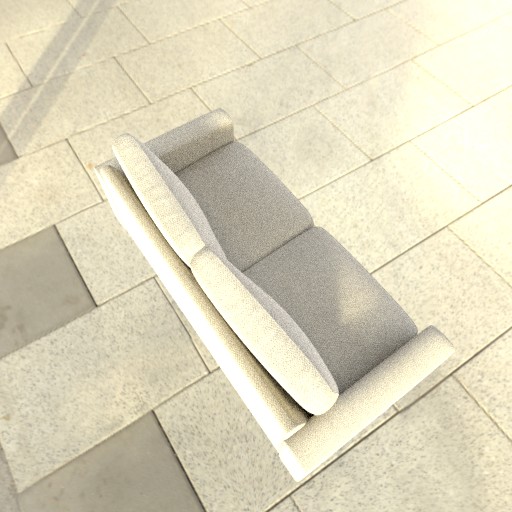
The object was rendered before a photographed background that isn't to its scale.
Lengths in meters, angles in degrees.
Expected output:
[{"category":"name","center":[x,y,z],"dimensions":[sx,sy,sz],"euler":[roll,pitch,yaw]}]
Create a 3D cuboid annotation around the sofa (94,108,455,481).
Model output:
[{"category":"sofa","center":[0.000,0.000,2.639],"dimensions":[1.016,0.873,2.179],"euler":[-32,64,-17]}]
